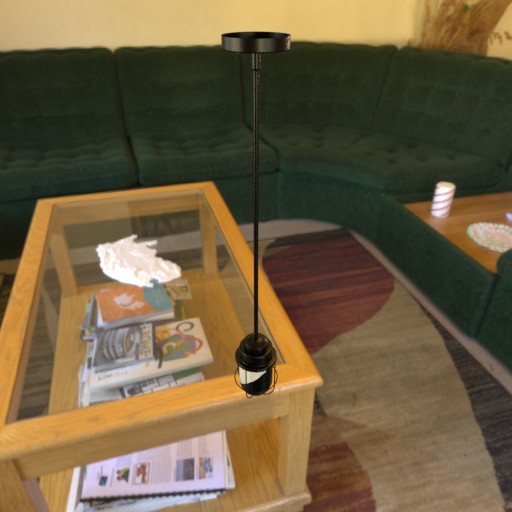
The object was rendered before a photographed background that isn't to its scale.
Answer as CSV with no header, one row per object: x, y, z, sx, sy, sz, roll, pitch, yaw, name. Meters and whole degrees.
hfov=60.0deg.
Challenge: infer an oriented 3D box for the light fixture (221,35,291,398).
0.000,0.000,1.026,0.123,0.920,0.123,-20,37,-28,light fixture
